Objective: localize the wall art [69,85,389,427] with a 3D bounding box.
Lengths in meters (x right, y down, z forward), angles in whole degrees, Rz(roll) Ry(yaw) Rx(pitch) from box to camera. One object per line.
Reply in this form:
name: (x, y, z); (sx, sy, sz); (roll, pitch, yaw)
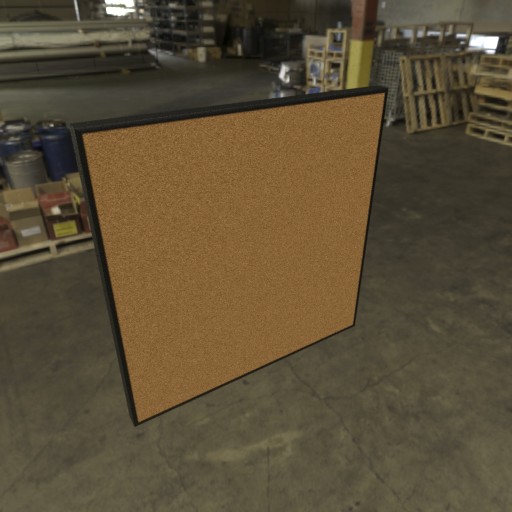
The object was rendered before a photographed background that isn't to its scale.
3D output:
wall art: (0.000, 0.000, 1.150); (0.769, 0.766, 0.042); (-18, 34, -28)
